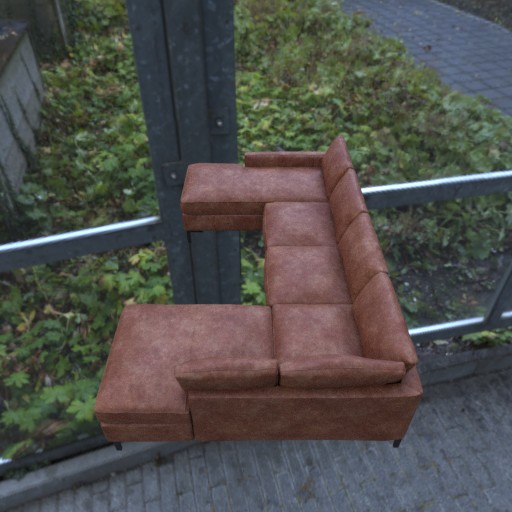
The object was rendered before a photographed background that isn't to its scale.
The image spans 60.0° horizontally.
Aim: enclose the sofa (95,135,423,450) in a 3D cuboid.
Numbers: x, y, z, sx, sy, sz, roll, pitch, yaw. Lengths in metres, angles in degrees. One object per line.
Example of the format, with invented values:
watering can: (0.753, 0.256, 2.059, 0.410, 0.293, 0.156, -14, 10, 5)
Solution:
sofa: (0.000, 0.000, 3.748, 1.939, 0.900, 2.956, 0, 41, 0)
